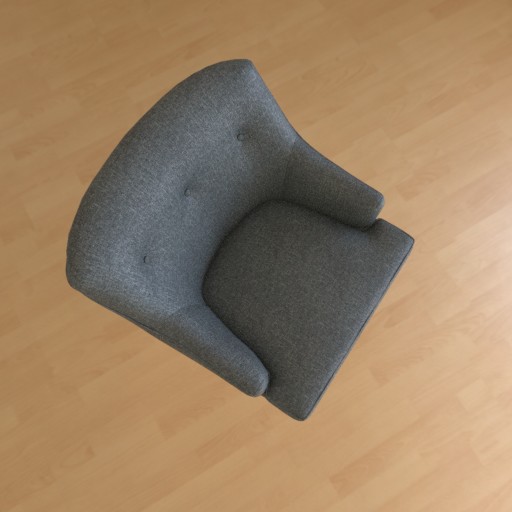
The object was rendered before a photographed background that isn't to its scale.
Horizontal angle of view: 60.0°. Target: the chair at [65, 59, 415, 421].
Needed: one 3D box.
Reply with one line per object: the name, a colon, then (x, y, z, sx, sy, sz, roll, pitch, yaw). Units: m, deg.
chair: (0.000, 0.000, 1.595, 0.923, 0.856, 0.864, 33, 78, 8)
